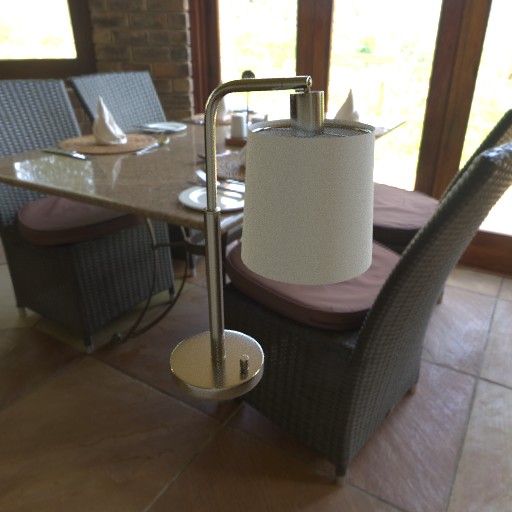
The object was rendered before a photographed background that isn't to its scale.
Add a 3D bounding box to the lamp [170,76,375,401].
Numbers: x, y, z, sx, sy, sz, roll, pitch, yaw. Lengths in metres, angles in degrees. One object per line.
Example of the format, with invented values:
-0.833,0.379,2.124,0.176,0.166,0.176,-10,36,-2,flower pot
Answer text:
0.000,0.000,0.643,0.333,0.489,0.171,17,30,31,lamp
